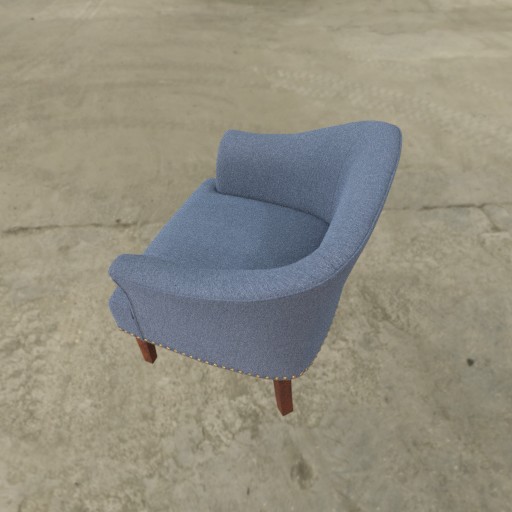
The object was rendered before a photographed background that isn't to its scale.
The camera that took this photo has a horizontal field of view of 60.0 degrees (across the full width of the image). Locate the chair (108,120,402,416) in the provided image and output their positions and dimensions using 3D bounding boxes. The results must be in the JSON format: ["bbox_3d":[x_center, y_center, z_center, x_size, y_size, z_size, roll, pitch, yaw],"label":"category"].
[{"bbox_3d":[0.000,0.000,1.426,0.704,0.815,0.772,16,48,15],"label":"chair"}]
